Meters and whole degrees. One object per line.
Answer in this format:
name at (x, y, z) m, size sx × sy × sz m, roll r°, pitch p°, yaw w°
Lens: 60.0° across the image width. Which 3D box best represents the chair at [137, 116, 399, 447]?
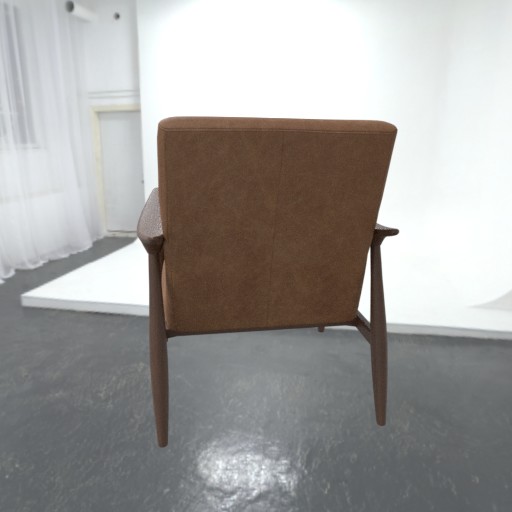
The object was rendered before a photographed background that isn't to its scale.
chair at (0.000, 0.000, 1.458) m, size 0.741 × 0.832 × 0.798 m, roll -2°, pitch 14°, yaw -9°
